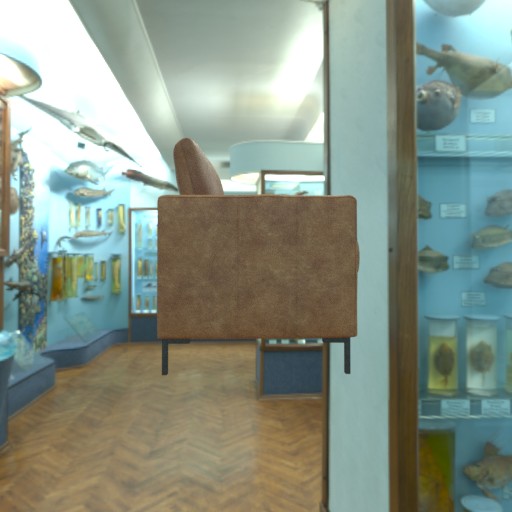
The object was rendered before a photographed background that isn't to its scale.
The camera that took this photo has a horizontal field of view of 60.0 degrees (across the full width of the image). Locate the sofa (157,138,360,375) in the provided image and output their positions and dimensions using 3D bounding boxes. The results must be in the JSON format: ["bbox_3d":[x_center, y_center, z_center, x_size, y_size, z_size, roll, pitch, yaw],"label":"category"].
[{"bbox_3d":[0.000,0.000,2.522,0.748,0.863,2.029,0,-1,-2],"label":"sofa"}]
